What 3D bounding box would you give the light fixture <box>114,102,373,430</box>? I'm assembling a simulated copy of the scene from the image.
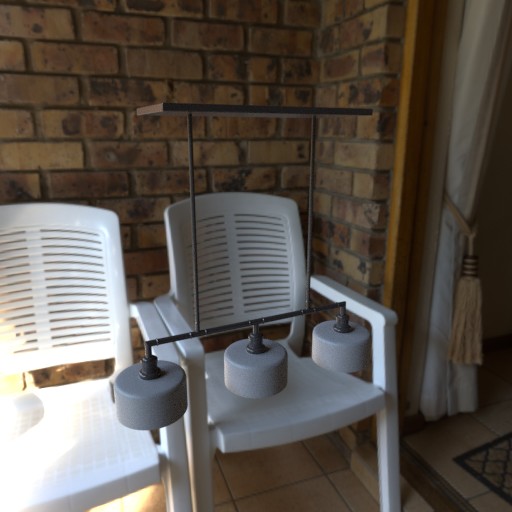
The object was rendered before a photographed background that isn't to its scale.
[{"bbox_3d":[0.000,0.000,0.881,0.582,0.557,0.177,-8,17,-25],"label":"light fixture"}]
